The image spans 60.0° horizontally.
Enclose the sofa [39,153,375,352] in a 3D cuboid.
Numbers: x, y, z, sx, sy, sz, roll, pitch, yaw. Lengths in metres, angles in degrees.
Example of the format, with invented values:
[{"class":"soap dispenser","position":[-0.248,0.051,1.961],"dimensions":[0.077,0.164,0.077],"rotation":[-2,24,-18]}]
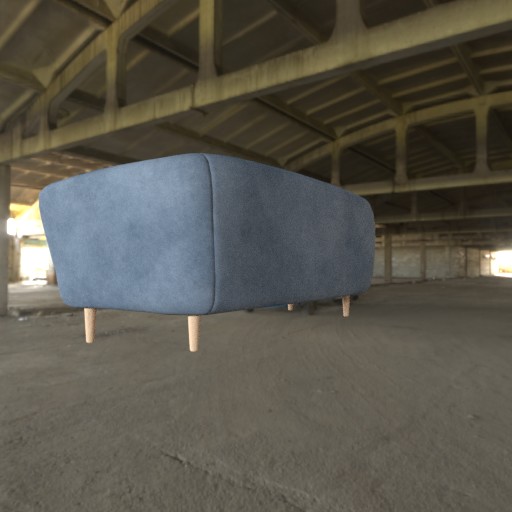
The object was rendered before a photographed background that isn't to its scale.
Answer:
[{"class":"sofa","position":[0.000,0.000,2.517],"dimensions":[0.849,0.795,2.095],"rotation":[-1,-1,36]}]
